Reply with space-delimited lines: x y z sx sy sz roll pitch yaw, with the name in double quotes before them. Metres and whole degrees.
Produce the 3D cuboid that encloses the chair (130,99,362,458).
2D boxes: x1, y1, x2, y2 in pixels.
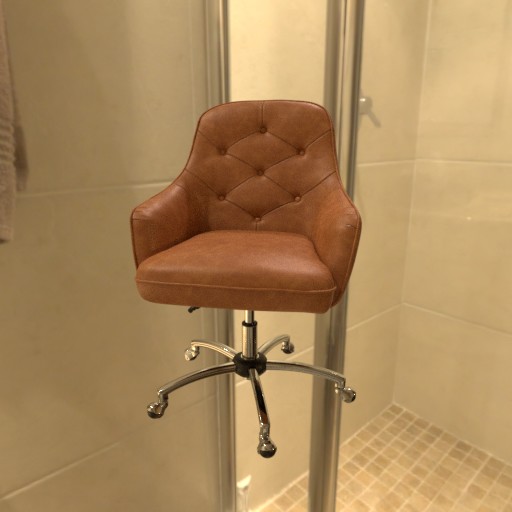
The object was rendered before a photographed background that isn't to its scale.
"chair" 0.000 0.000 1.307 0.628 0.909 0.615 3 16 10
